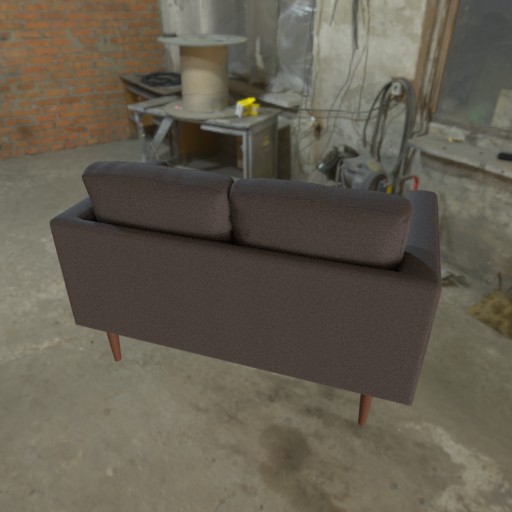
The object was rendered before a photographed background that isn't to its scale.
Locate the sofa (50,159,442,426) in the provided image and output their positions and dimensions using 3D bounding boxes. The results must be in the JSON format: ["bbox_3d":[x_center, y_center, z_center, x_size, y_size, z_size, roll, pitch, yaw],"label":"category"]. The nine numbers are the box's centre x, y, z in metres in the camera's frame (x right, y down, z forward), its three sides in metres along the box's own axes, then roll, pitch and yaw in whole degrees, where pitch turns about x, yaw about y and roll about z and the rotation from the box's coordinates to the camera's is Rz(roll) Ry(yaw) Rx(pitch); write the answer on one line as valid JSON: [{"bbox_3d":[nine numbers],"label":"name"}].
[{"bbox_3d":[0.000,0.000,1.939,1.430,0.908,0.796,10,32,16],"label":"sofa"}]
